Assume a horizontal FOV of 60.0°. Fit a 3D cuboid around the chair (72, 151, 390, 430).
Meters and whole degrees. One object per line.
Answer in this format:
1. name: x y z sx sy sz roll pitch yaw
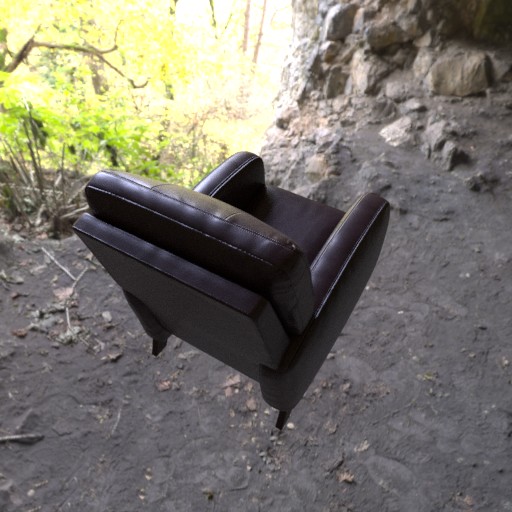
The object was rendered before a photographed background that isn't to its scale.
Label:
1. chair: 0.000 0.000 1.686 0.762 0.990 0.990 24 51 21
